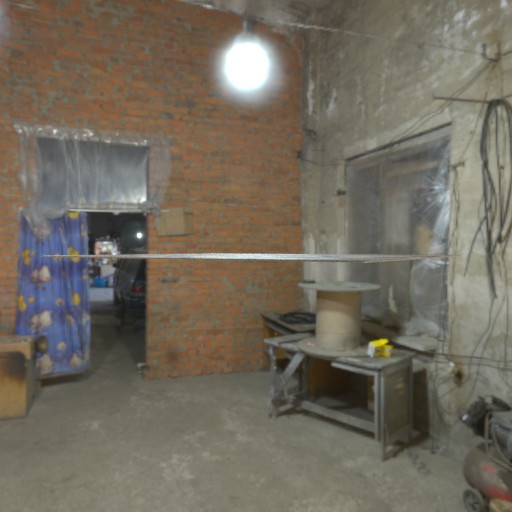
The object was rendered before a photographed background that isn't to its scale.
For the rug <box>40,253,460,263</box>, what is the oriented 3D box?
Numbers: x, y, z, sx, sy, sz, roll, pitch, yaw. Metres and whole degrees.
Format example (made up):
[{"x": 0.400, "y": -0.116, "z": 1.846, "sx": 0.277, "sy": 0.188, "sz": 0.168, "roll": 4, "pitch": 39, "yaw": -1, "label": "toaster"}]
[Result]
[{"x": 0.000, "y": 0.000, "z": 4.113, "sx": 3.072, "sy": 0.011, "sz": 2.451, "roll": 1, "pitch": 1, "yaw": 35, "label": "rug"}]
